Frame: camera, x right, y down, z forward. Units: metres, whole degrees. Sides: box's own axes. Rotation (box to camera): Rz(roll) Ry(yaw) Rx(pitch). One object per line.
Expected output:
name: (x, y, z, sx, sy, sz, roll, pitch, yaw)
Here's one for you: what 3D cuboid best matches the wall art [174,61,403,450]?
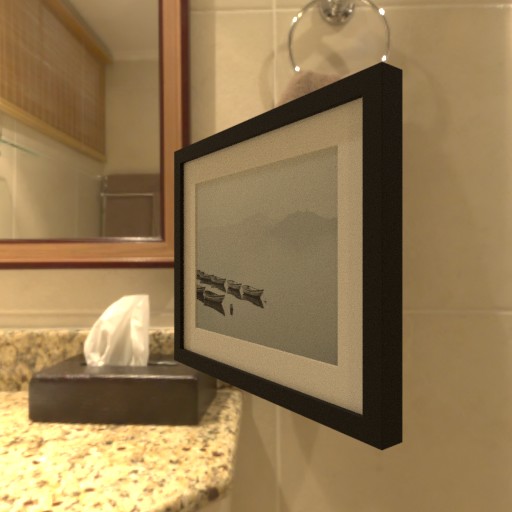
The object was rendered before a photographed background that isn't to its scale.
wall art: (0.000, 0.000, 0.539, 0.028, 0.325, 0.397, 0, 0, -36)
